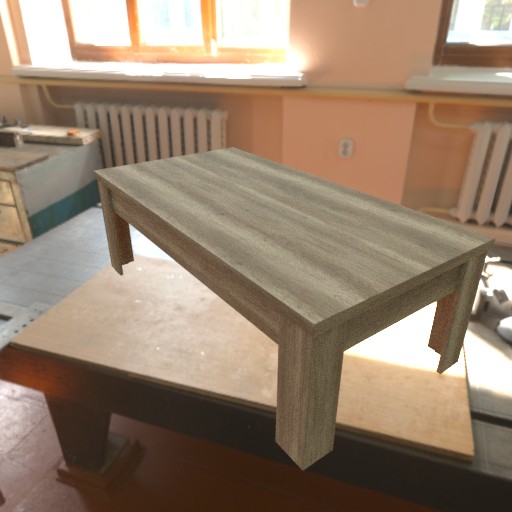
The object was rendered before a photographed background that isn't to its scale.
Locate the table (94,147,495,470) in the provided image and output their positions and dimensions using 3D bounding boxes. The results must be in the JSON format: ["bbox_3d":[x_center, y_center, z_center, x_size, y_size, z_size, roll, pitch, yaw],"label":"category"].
[{"bbox_3d":[0.000,0.000,1.665,0.700,0.460,1.350,-19,32,-32],"label":"table"}]
